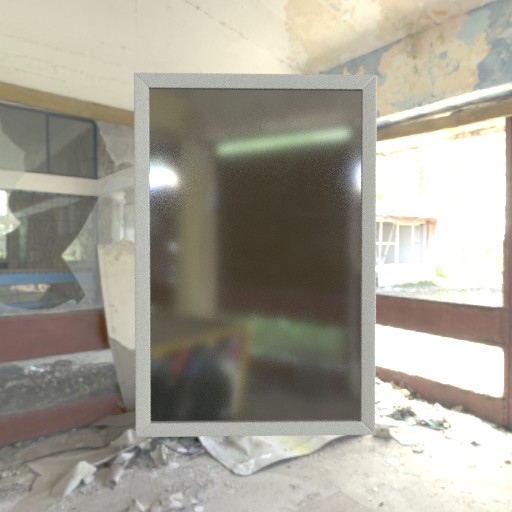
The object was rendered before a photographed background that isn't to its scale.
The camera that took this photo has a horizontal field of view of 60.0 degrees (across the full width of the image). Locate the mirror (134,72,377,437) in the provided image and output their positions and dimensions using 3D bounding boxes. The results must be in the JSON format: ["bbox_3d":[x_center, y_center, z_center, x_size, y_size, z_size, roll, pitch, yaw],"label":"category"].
[{"bbox_3d":[0.000,0.000,1.139,0.609,0.914,0.041,0,1,-1],"label":"mirror"}]
